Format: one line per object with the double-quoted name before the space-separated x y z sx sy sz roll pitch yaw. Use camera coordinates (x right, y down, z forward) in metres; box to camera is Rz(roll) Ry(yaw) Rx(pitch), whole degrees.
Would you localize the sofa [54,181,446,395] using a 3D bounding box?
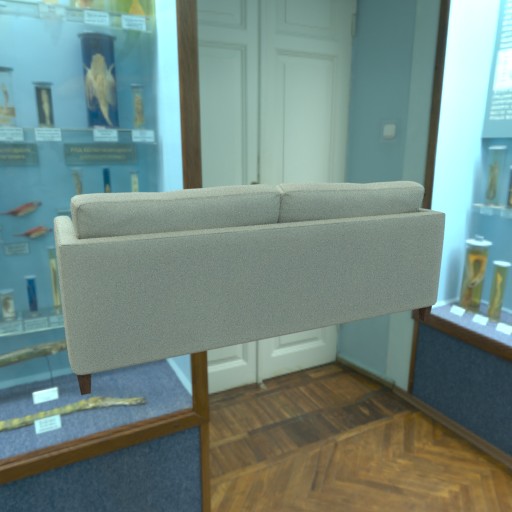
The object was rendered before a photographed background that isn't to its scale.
"sofa" 0.000 0.000 2.893 2.361 0.968 0.951 -6 15 -24
